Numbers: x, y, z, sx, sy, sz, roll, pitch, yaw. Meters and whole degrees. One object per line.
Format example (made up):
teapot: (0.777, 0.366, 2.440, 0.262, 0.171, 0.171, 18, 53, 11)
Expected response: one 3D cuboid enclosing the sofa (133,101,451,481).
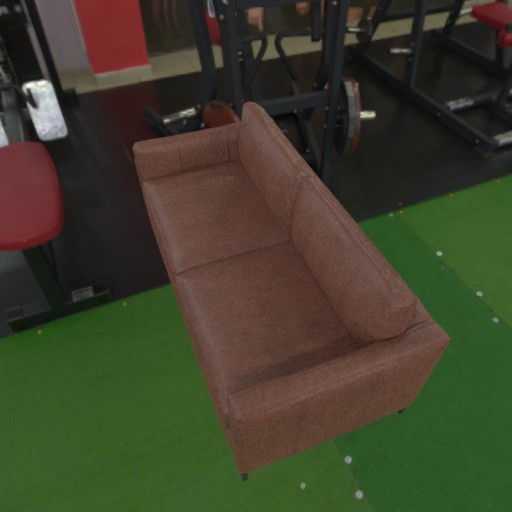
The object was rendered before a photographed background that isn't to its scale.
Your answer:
sofa: (0.000, 0.000, 2.265, 0.899, 0.883, 1.797, -16, 49, -15)
